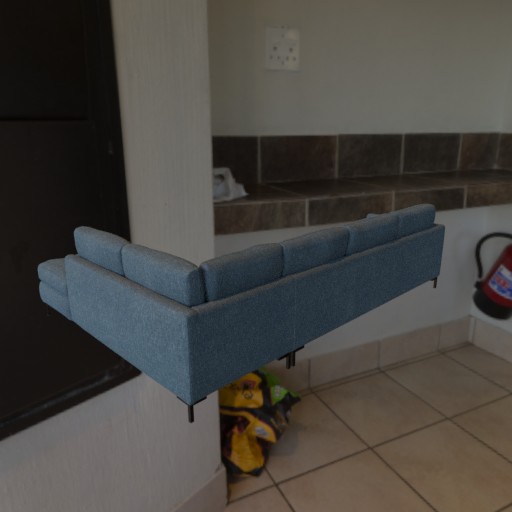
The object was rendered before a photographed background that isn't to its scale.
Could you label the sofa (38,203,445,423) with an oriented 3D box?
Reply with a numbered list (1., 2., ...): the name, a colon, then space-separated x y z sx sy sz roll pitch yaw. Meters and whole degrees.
1. sofa: 0.000 0.000 3.806 2.949 0.815 2.007 -15 22 -42
